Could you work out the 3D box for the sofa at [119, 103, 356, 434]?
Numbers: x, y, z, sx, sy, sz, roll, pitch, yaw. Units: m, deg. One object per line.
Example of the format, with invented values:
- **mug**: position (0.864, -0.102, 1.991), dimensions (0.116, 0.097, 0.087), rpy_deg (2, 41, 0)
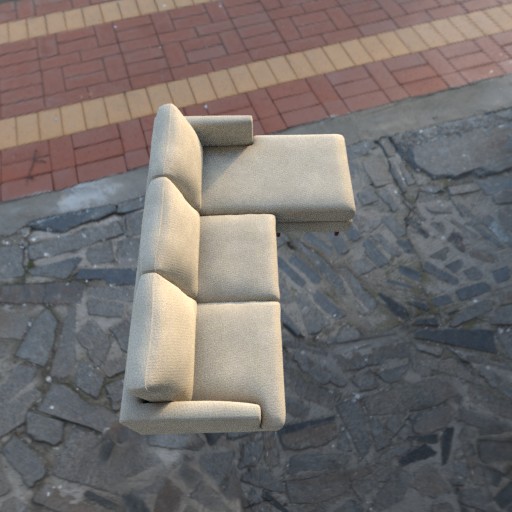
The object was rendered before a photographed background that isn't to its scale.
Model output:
- **sofa**: position (0.000, 0.000, 3.059), dimensions (1.504, 0.956, 2.233), rpy_deg (-1, 62, -1)
